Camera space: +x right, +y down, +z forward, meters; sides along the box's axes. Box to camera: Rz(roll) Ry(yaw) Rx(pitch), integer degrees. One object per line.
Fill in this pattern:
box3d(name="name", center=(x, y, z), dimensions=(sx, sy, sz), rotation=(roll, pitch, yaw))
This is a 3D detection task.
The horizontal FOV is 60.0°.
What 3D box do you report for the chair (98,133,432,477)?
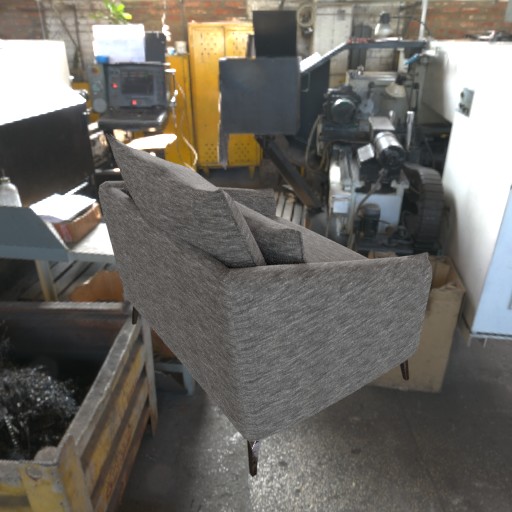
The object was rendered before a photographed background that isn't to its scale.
box3d(name="chair", center=(0.000, 0.000, 1.619), dimensions=(0.805, 0.842, 1.004), rotation=(-17, 31, -31))
